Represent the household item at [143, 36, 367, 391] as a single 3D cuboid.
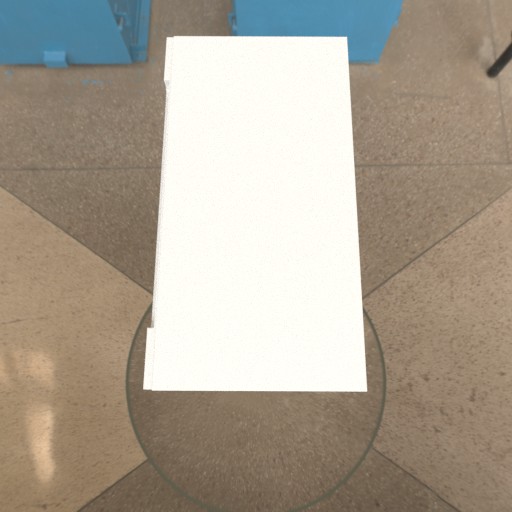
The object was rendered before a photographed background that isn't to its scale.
[{"bbox_3d":[0.000,0.000,1.418,0.420,1.010,0.790,0,75,0],"label":"household item"}]
